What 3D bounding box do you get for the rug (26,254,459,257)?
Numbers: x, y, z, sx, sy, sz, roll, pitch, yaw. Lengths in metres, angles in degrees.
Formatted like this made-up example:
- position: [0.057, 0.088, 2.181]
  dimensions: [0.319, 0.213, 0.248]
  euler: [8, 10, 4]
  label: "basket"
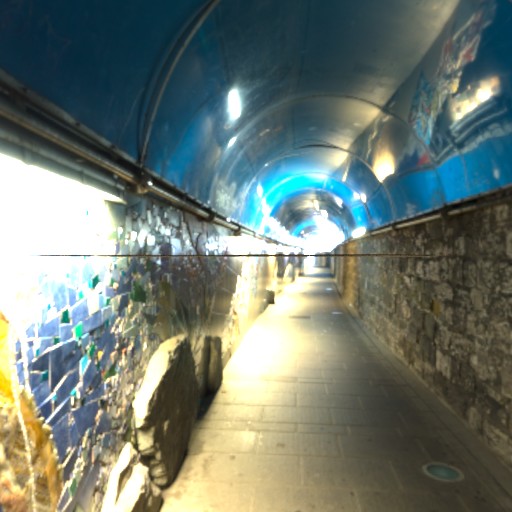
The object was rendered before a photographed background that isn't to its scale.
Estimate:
- position: [0.000, 0.000, 3.914]
  dimensions: [3.000, 0.012, 2.371]
  euler: [0, 0, 18]
  label: "rug"
